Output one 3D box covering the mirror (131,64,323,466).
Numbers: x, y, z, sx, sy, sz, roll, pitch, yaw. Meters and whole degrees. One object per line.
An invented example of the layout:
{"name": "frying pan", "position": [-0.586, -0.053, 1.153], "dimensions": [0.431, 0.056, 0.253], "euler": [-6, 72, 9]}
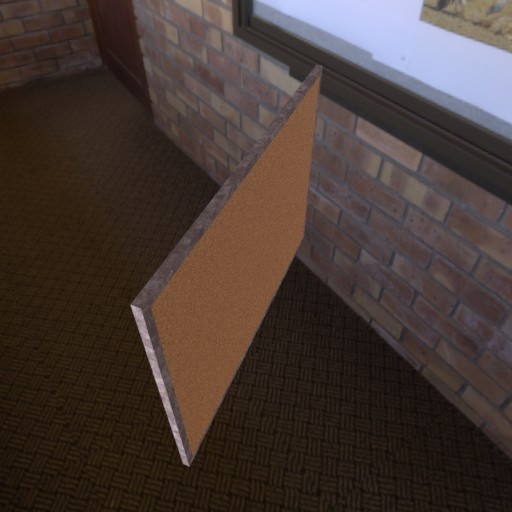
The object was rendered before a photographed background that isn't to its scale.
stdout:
{"name": "mirror", "position": [0.000, 0.000, 1.424], "dimensions": [0.022, 0.795, 1.101], "euler": [17, 48, 16]}
